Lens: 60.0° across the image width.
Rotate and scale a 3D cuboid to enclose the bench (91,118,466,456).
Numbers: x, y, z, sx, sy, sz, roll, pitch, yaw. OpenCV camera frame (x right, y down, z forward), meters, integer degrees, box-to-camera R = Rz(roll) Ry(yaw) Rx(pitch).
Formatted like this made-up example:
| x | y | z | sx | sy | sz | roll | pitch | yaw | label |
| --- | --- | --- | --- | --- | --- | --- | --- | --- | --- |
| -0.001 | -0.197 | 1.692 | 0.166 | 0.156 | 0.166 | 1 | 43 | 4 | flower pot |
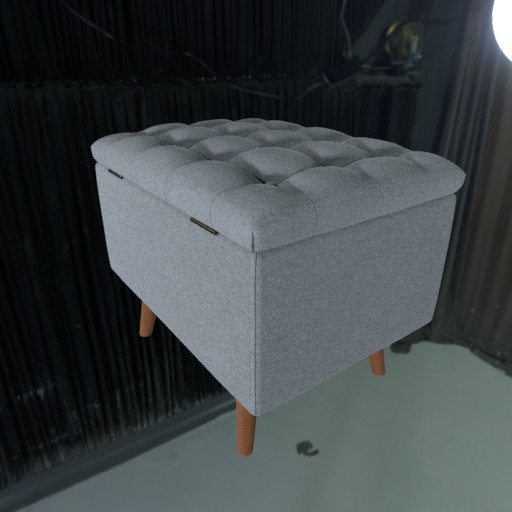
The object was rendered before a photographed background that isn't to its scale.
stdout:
| x | y | z | sx | sy | sz | roll | pitch | yaw | label |
| --- | --- | --- | --- | --- | --- | --- | --- | --- | --- |
| 0.000 | 0.000 | 0.874 | 0.417 | 0.469 | 0.572 | -17 | 30 | -32 | bench |
